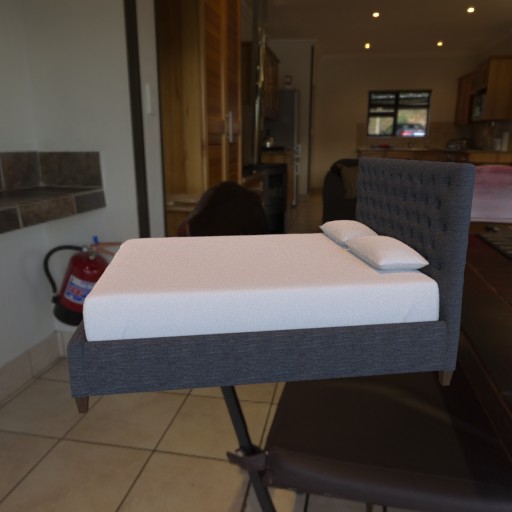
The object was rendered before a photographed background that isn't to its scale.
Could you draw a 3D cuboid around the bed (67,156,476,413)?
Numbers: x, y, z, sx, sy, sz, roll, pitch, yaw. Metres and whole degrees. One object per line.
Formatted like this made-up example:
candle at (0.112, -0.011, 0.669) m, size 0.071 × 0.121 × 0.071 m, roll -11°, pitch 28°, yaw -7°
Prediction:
bed at (0.000, 0.000, 3.363) m, size 2.387 × 1.427 × 1.698 m, roll -2°, pitch 14°, yaw -8°
